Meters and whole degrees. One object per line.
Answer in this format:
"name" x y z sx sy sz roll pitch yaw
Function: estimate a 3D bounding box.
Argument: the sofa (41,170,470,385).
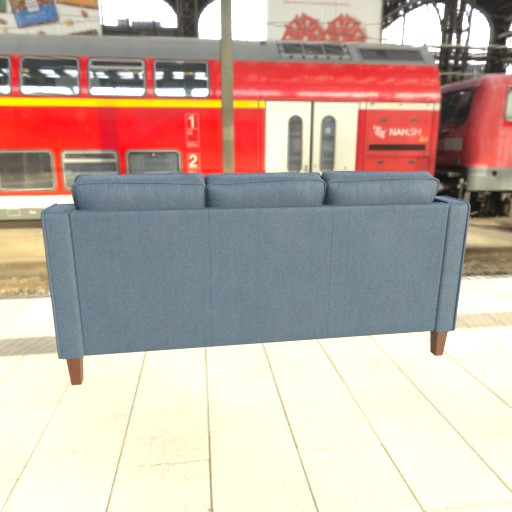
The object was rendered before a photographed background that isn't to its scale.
"sofa" 0.000 0.000 2.524 1.986 0.974 0.911 -2 14 -9
